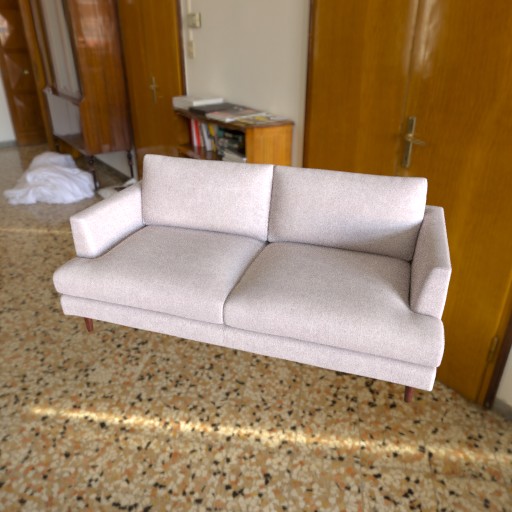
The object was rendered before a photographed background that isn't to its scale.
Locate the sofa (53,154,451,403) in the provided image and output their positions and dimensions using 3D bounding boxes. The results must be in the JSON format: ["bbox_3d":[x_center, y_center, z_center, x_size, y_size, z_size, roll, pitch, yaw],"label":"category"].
[{"bbox_3d":[0.000,0.000,2.478,1.948,0.868,1.020,8,28,16],"label":"sofa"}]
